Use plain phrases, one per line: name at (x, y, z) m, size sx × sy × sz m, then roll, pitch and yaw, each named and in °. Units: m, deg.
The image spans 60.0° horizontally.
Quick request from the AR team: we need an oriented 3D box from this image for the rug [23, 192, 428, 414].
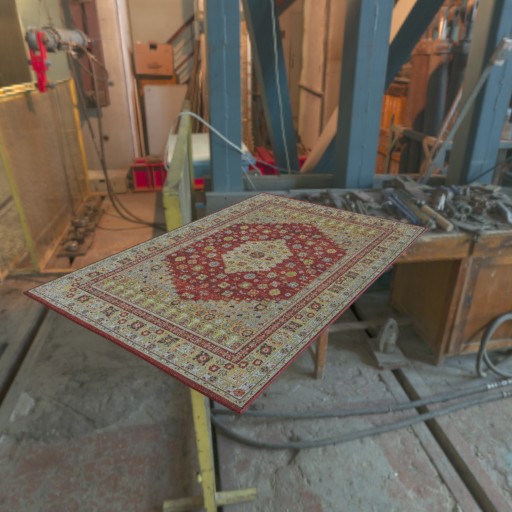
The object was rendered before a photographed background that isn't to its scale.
rug at (0.000, 0.000, 2.267) m, size 1.194 × 0.013 × 1.802 m, roll 17°, pitch 30°, yaw 32°
